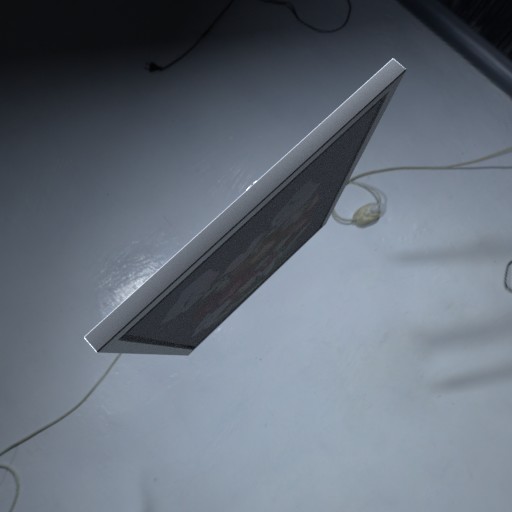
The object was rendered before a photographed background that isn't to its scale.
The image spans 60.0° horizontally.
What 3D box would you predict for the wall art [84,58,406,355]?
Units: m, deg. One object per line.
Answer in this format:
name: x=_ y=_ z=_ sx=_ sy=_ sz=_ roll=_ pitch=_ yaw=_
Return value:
wall art: x=0.000 y=0.000 z=1.349 sx=0.805 sy=1.056 sz=0.042 roll=-43 pitch=81 yaw=-9
